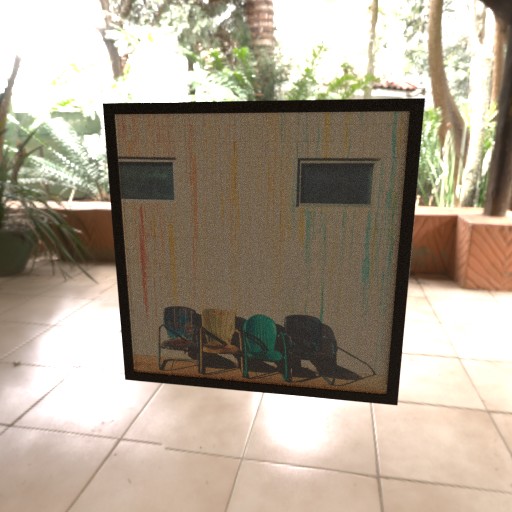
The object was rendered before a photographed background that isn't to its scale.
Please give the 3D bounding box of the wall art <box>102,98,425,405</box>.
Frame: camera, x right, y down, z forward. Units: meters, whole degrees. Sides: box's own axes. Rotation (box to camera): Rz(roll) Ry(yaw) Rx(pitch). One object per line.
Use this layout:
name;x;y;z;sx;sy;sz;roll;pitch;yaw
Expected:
wall art;0.000;0.000;0.767;0.506;0.506;0.037;2;15;9
